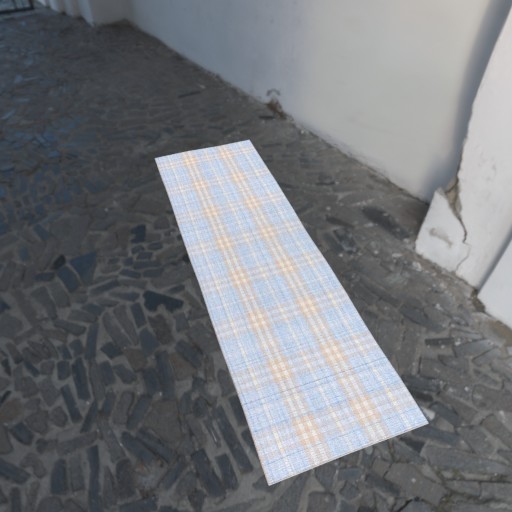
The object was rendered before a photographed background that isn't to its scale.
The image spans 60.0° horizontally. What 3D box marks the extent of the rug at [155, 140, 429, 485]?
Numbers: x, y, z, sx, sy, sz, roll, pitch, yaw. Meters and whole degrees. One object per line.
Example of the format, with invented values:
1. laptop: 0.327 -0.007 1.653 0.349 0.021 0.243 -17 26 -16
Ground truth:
1. rug: 0.000 0.000 2.671 0.762 0.013 2.439 -15 48 -13
